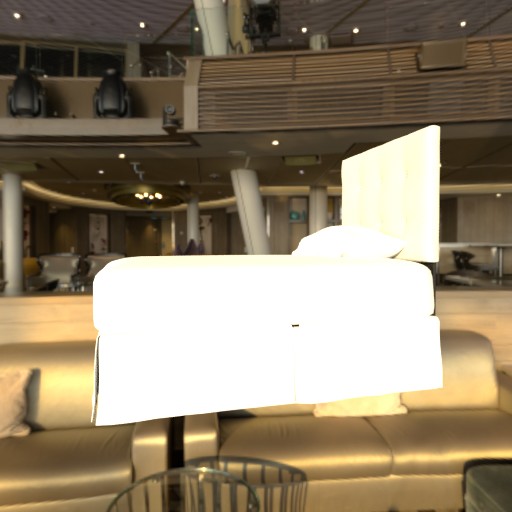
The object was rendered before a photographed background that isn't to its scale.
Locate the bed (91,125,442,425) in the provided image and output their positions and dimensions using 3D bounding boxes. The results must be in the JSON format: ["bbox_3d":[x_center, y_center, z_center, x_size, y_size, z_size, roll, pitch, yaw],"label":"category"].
[{"bbox_3d":[0.000,0.000,2.920,1.997,1.571,1.261,0,1,-16],"label":"bed"}]
